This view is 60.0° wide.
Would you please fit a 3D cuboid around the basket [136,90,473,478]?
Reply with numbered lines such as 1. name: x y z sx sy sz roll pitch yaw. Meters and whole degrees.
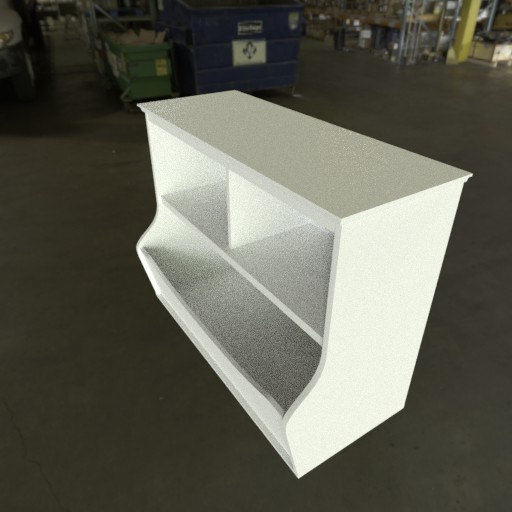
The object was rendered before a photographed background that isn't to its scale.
1. basket: 0.000 0.000 1.126 0.376 0.625 0.792 -20 37 -28
